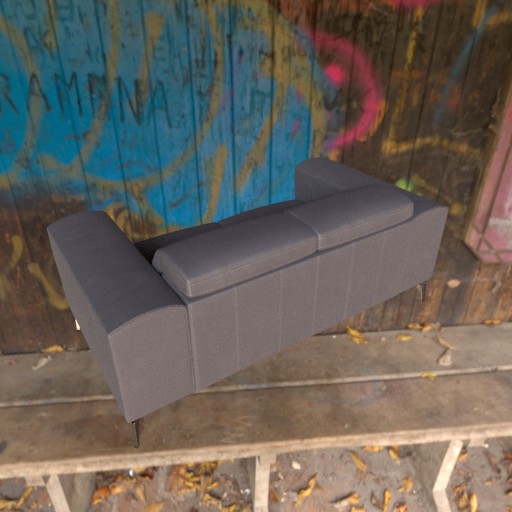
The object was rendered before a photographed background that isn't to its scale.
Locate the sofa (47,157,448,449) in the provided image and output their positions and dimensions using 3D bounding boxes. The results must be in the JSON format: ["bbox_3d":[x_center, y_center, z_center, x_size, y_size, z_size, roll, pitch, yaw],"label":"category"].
[{"bbox_3d":[0.000,0.000,2.423,1.895,0.779,1.003,-19,36,-28],"label":"sofa"}]
